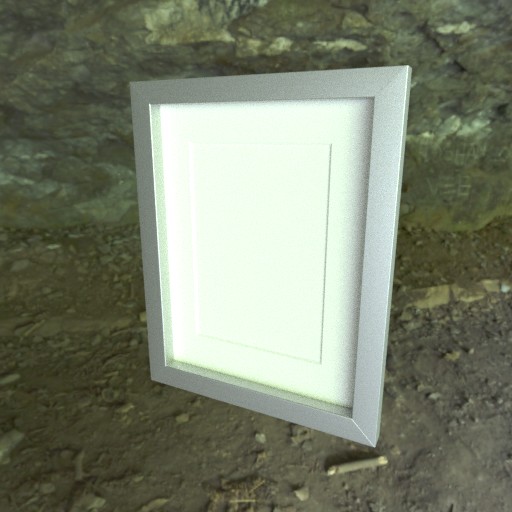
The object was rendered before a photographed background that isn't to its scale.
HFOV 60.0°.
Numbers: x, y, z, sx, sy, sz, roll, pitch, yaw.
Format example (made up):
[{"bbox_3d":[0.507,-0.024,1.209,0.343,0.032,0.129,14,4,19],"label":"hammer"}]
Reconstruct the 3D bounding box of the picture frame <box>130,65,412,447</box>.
[{"bbox_3d":[0.000,0.000,0.511,0.307,0.386,0.036,8,18,25],"label":"picture frame"}]
